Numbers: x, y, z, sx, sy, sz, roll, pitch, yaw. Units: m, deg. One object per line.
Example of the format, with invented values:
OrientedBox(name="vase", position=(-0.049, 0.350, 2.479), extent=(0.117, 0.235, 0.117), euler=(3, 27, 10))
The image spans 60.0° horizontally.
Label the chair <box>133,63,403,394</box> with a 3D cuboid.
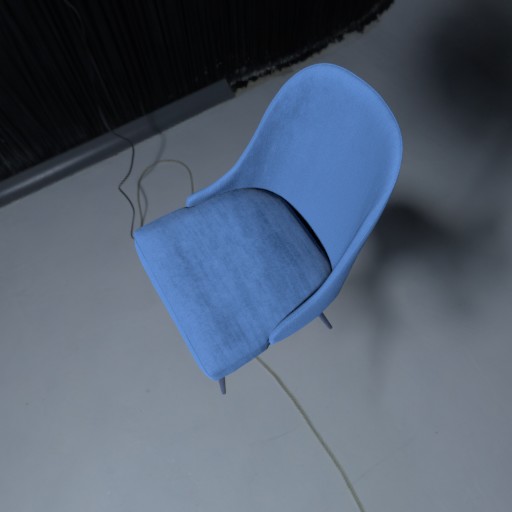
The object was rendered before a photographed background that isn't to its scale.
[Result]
OrientedBox(name="chair", position=(0.000, 0.000, 1.216), extent=(0.559, 0.896, 0.478), euler=(-28, 67, -13))
